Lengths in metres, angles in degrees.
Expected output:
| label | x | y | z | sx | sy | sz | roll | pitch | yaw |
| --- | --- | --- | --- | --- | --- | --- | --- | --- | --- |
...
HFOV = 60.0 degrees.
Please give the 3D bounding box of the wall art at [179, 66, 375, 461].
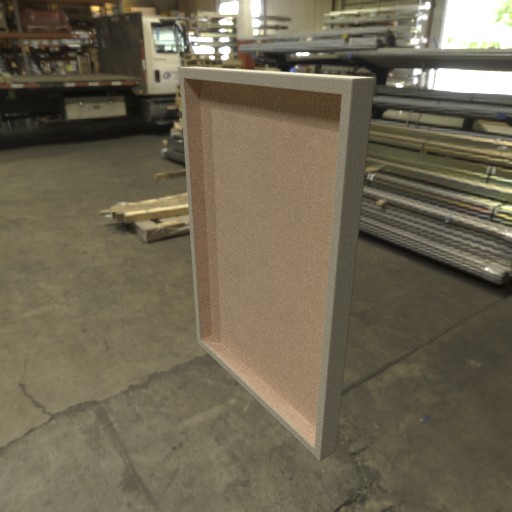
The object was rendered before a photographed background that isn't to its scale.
| label | x | y | z | sx | sy | sz | roll | pitch | yaw |
| --- | --- | --- | --- | --- | --- | --- | --- | --- | --- |
| wall art | 0.000 | 0.000 | 0.790 | 0.038 | 0.608 | 0.418 | -17 | 30 | -33 |
